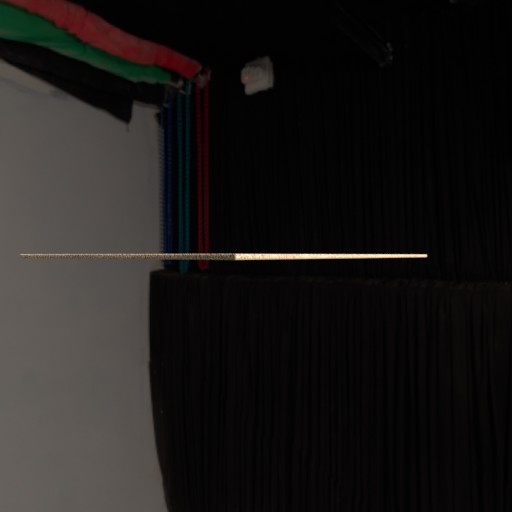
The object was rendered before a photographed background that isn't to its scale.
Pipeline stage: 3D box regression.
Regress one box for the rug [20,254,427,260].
[{"bbox_3d":[0.000,0.000,3.409,1.800,0.025,2.699,0,0,37],"label":"rug"}]
